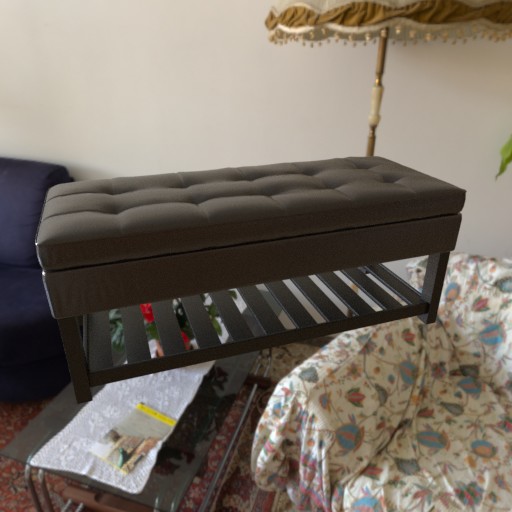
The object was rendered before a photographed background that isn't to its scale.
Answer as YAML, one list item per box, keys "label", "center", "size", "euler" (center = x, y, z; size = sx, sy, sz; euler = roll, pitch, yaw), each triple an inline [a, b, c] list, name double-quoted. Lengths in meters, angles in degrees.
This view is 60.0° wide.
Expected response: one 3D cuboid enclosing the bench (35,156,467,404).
- label: "bench"
  center: [0.000, 0.000, 1.327]
  size: [1.105, 0.460, 0.432]
  euler: [-9, 27, -17]
